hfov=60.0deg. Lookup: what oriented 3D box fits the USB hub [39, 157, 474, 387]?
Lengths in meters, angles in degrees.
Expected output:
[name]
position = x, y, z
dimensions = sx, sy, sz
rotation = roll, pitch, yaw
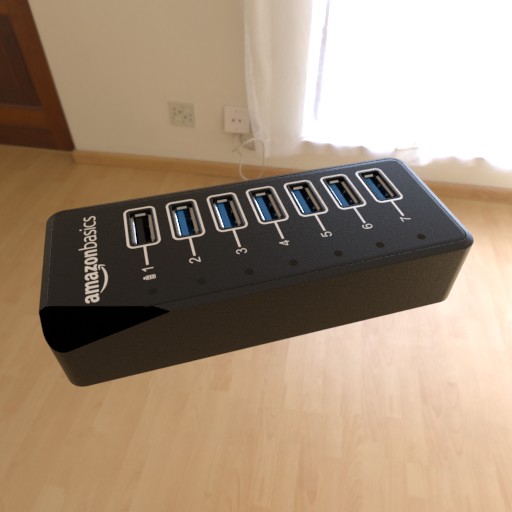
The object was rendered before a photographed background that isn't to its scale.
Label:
[USB hub]
position = 0.000, 0.000, 0.128
dimensions = 0.110, 0.023, 0.044
rotation = -11, 46, -11
